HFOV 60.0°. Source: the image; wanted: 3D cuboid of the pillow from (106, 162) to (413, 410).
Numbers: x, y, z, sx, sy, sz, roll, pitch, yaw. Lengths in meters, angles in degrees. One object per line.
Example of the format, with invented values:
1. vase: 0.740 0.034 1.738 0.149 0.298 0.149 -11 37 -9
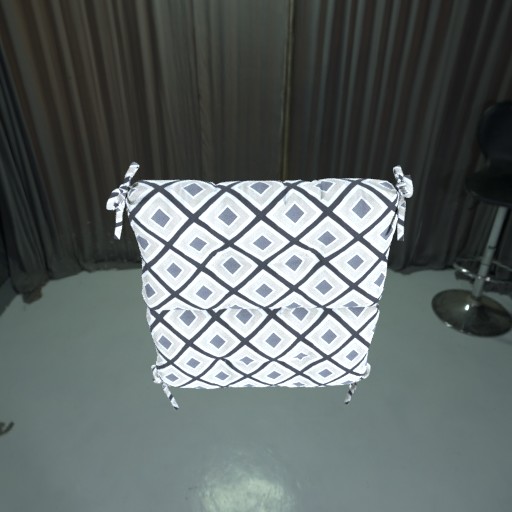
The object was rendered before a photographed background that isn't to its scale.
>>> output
1. pillow: 0.000 0.000 1.062 0.519 0.605 0.571 -1 31 -1
